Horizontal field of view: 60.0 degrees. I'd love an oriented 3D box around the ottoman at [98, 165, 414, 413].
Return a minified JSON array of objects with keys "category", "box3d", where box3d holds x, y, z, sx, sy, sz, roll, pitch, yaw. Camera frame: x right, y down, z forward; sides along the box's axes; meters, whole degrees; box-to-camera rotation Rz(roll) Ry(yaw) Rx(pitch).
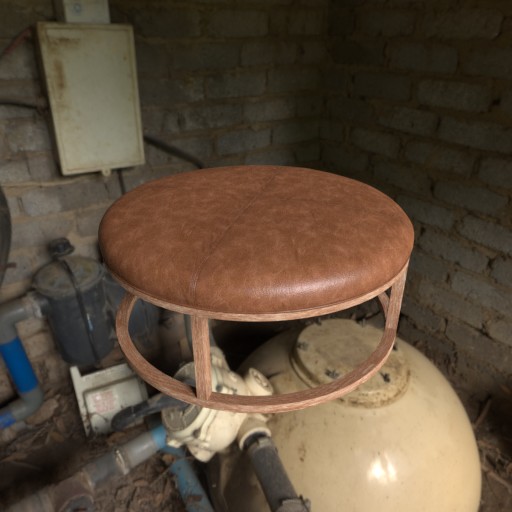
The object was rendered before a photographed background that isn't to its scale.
[{"category":"ottoman","box3d":[0.000,0.000,1.543,1.006,0.445,1.006,0,28,0]}]
